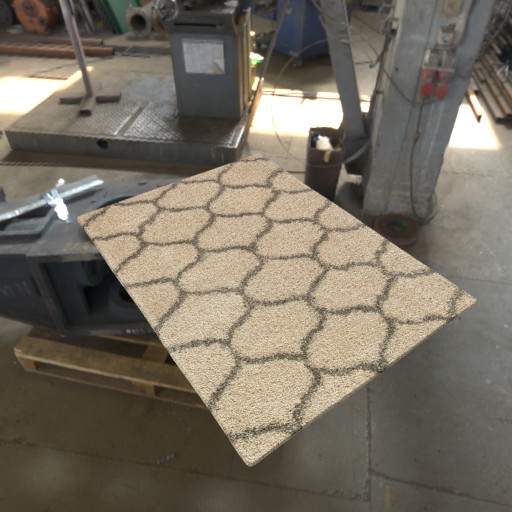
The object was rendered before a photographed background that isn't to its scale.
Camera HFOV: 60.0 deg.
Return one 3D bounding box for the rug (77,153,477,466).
[{"bbox_3d":[0.000,0.000,2.123,1.200,0.025,1.600,-25,47,-26],"label":"rug"}]
